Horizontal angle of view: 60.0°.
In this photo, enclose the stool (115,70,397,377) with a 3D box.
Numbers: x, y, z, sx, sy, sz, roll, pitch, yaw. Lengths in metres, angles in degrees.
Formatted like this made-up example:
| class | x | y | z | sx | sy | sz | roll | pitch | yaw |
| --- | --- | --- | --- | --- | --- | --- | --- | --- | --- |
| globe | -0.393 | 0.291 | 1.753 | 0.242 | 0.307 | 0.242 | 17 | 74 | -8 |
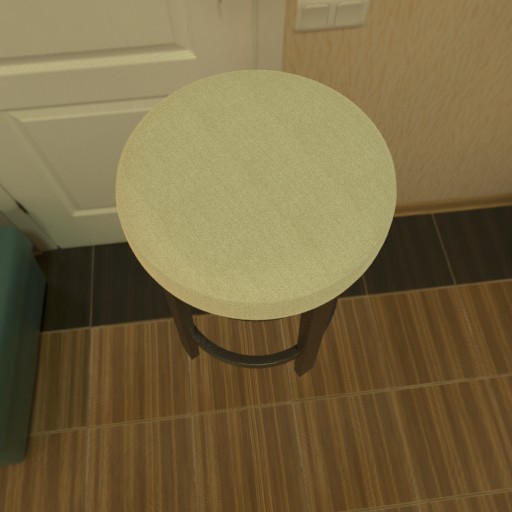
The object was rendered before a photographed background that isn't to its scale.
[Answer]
| class | x | y | z | sx | sy | sz | roll | pitch | yaw |
| --- | --- | --- | --- | --- | --- | --- | --- | --- | --- |
| stool | 0.000 | 0.000 | 0.937 | 0.449 | 0.655 | 0.449 | 0 | 65 | 0 |
